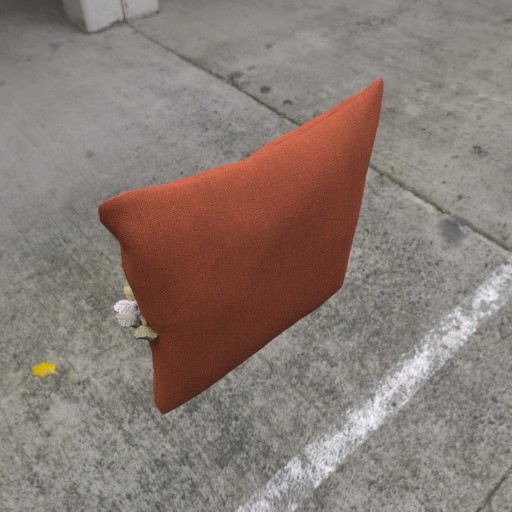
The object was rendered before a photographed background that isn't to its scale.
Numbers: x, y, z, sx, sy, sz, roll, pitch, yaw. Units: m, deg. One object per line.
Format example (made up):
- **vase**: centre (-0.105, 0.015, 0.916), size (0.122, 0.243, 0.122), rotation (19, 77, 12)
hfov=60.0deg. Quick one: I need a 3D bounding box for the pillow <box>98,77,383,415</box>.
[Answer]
- **pillow**: centre (0.000, 0.000, 0.739), size (0.490, 0.482, 0.165), rotation (-31, 54, -26)
